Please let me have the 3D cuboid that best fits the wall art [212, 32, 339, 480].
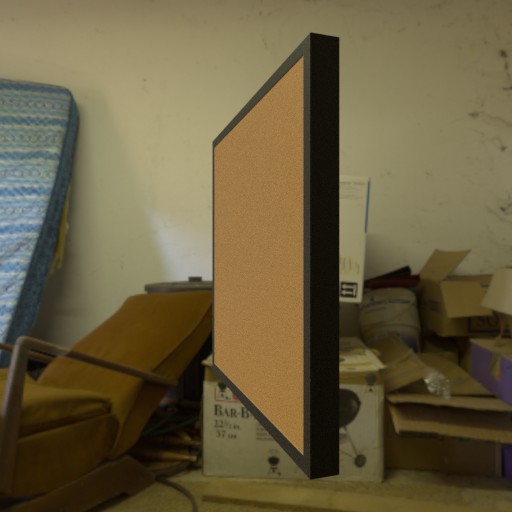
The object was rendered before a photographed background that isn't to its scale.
[{"bbox_3d":[0.000,0.000,0.747,0.037,0.506,0.506,0,0,-18],"label":"wall art"}]
